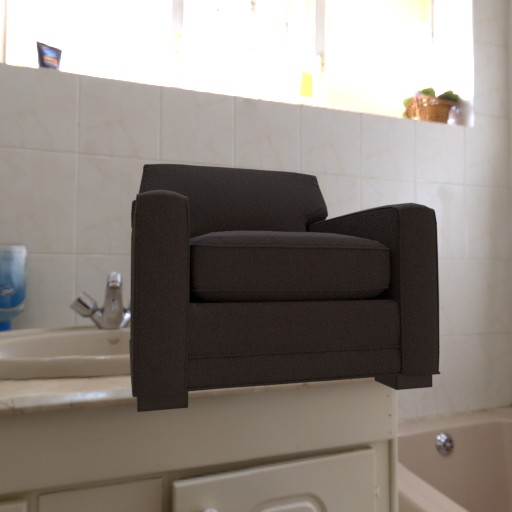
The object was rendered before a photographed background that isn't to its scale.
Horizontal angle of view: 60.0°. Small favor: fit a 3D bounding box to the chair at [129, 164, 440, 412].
[{"bbox_3d":[0.000,0.000,1.839,0.997,0.913,1.043,1,-2,-16],"label":"chair"}]
